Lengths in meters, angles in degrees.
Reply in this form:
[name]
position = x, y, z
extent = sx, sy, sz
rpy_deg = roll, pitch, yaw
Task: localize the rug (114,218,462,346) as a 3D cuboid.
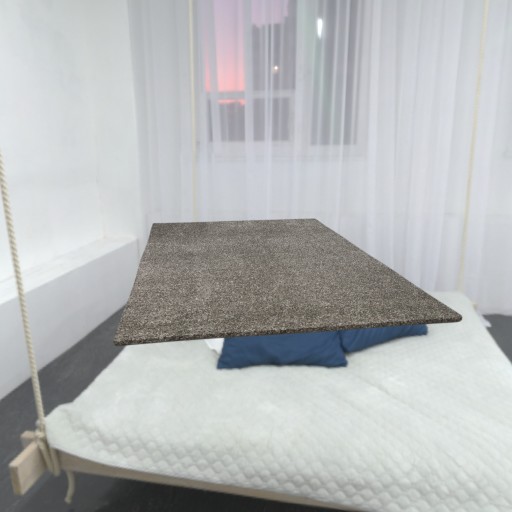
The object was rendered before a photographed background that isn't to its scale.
[rug]
position = 0.000, 0.000, 2.965
extent = 1.501, 0.025, 2.352
rpy_deg = -2, 16, -9
